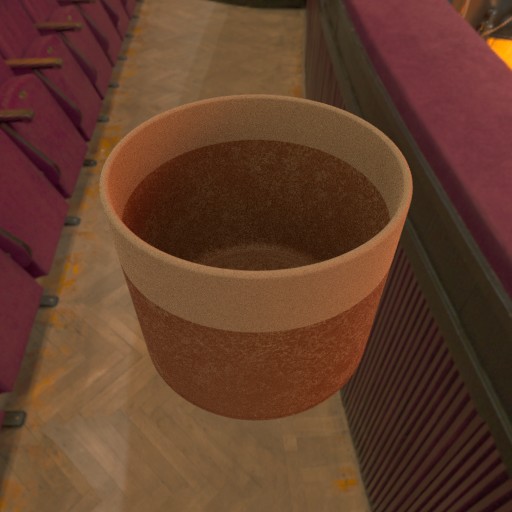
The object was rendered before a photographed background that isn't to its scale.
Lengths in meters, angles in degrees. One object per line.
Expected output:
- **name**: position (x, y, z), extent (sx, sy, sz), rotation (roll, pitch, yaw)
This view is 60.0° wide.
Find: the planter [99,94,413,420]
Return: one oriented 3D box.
- **planter**: position (0.000, 0.000, 0.279), extent (0.159, 0.138, 0.159), rotation (0, 45, 0)
